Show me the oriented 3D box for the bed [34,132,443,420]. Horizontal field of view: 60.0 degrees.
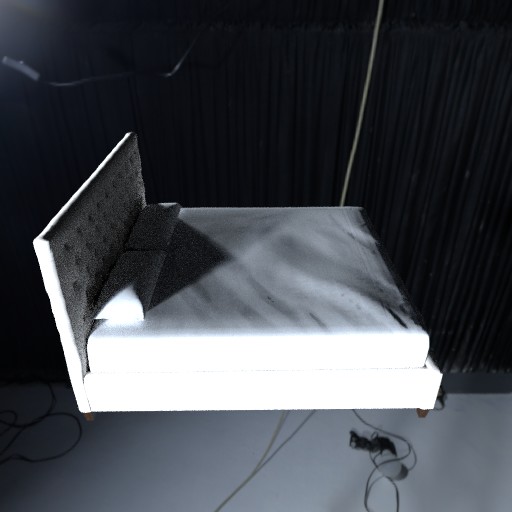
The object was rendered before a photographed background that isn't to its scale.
[{"bbox_3d":[0.000,0.000,3.540,2.387,1.427,2.078,0,31,0],"label":"bed"}]
